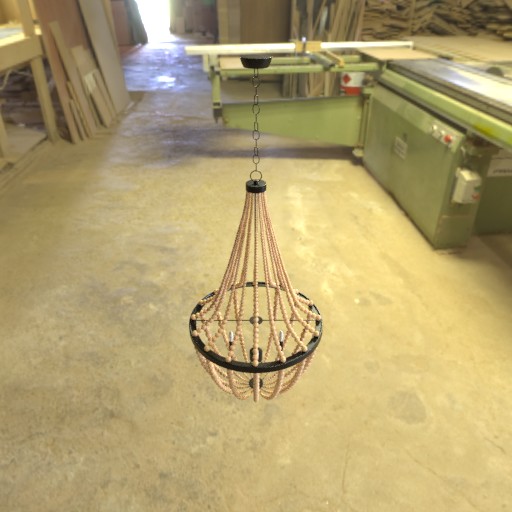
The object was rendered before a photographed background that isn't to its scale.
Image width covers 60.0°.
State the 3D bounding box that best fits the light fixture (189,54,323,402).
[{"bbox_3d":[0.000,0.000,1.370,0.450,1.133,0.450,0,31,0],"label":"light fixture"}]
